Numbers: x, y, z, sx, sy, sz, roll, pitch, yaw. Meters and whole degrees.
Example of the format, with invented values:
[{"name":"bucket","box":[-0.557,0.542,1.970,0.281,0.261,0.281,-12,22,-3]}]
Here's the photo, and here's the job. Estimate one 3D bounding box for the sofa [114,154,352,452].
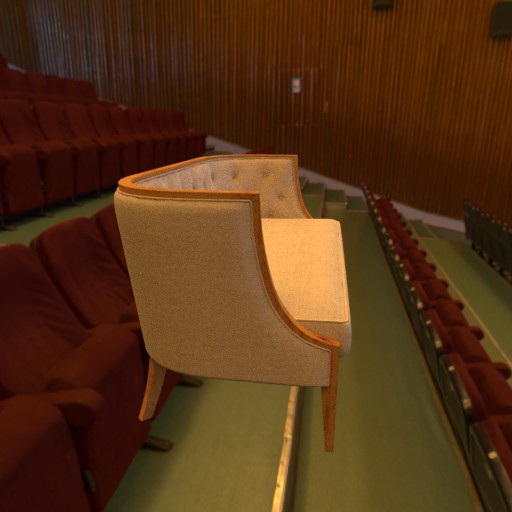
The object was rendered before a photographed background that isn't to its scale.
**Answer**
[{"name":"sofa","box":[0.000,0.000,1.951,0.770,0.775,1.474,3,17,9]}]
